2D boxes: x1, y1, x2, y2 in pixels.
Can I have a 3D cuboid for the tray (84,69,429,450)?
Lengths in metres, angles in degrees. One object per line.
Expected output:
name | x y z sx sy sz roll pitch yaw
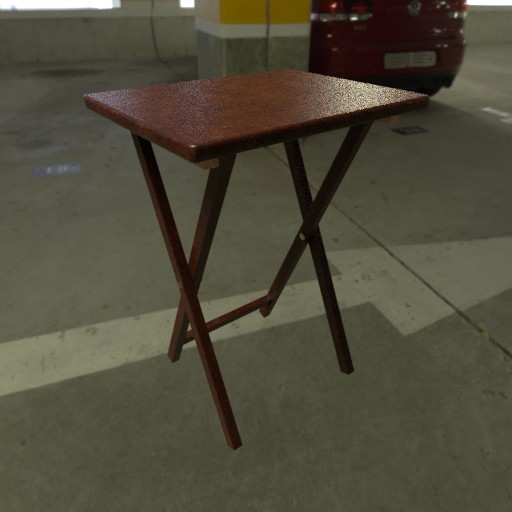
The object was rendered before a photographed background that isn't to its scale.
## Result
tray | 0.000 0.000 0.948 0.483 0.660 0.381 -22 37 -31
